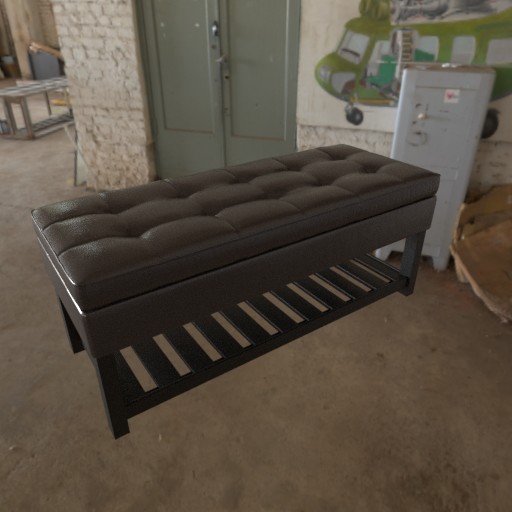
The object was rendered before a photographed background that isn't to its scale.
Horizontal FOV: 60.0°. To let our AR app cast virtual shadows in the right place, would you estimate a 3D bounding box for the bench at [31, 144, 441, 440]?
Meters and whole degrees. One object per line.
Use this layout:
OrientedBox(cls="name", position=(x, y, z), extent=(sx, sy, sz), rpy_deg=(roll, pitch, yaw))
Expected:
OrientedBox(cls="bench", position=(0.000, 0.000, 1.337), extent=(1.105, 0.460, 0.432), rpy_deg=(-19, 34, -30))
